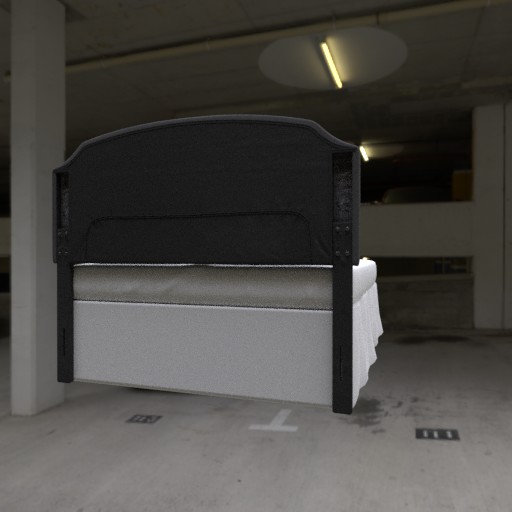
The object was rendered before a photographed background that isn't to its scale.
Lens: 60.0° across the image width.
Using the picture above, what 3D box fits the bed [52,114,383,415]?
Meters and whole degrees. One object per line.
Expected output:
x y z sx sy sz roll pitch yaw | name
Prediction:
0.000 0.000 2.952 1.558 1.270 1.999 0 0 18 | bed
